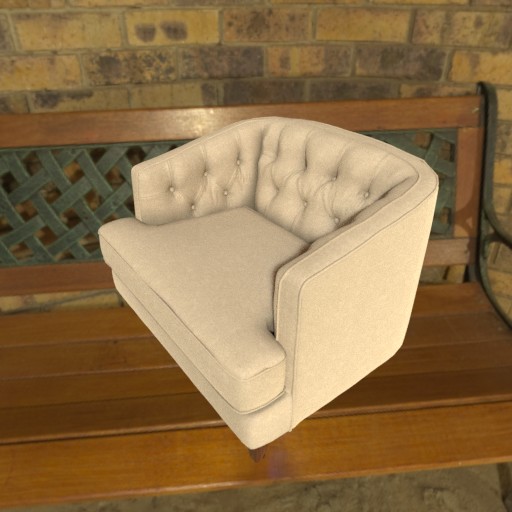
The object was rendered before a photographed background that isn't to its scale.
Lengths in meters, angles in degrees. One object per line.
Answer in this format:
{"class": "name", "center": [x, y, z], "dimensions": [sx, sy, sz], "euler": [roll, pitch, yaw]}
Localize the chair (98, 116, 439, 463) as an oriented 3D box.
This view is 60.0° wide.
{"class": "chair", "center": [0.000, 0.000, 1.767], "dimensions": [0.941, 0.852, 1.104], "euler": [-21, 38, -31]}
